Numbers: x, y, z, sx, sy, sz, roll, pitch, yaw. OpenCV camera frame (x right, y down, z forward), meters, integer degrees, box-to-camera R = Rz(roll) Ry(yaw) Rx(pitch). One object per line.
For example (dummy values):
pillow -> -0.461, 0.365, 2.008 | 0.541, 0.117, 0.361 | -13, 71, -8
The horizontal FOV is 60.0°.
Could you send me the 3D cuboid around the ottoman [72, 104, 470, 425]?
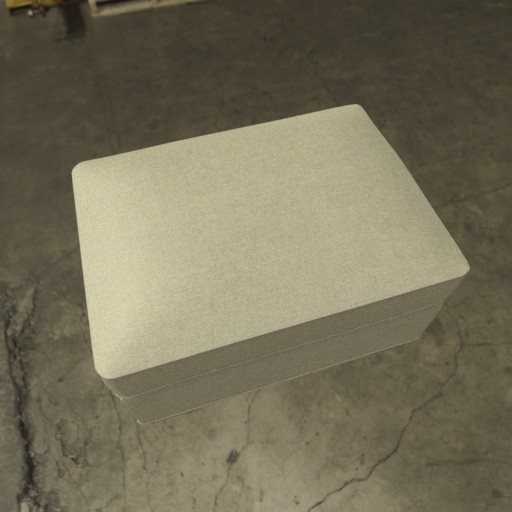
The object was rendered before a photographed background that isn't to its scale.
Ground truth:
ottoman -> 0.000, 0.000, 1.242 | 0.843, 0.504, 0.619 | -15, 58, -9
